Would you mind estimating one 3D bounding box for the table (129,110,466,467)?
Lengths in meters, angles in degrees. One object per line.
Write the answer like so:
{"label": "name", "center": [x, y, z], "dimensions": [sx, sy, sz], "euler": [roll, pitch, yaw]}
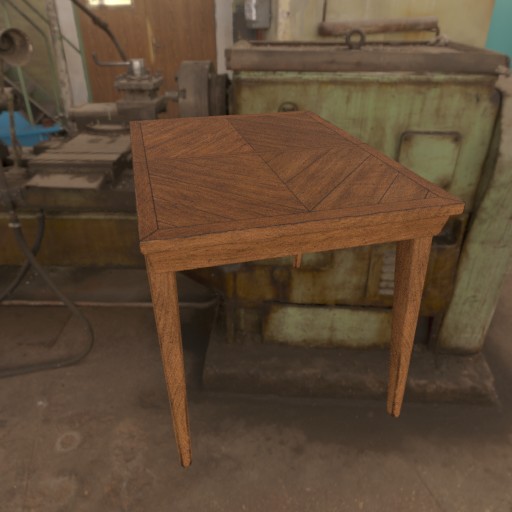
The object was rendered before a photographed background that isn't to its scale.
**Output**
{"label": "table", "center": [0.000, 0.000, 1.588], "dimensions": [0.757, 0.760, 1.027], "euler": [-8, 31, -13]}
